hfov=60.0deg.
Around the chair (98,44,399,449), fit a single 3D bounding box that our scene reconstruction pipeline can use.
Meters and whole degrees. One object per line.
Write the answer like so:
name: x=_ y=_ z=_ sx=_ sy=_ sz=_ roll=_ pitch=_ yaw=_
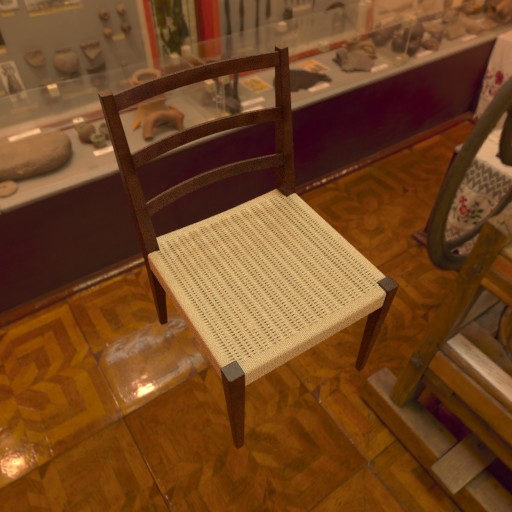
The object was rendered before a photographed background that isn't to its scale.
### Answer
chair: x=0.000 y=0.000 z=1.154 sx=0.480 sy=0.813 sz=0.551 roll=-25 pitch=52 yaw=-21
